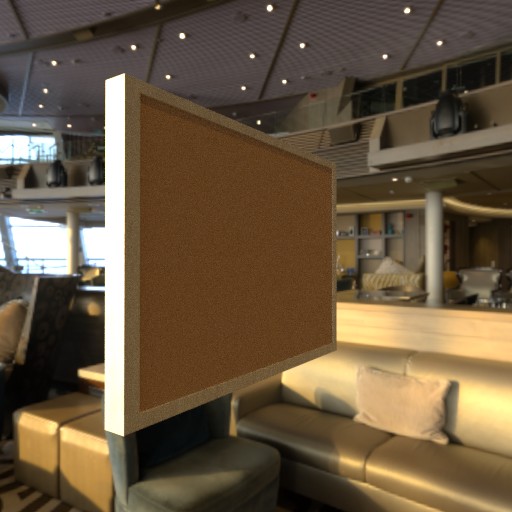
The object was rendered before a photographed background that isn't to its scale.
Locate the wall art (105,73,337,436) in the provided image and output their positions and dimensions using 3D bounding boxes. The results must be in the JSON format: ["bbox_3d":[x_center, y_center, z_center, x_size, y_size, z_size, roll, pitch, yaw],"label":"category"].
[{"bbox_3d":[0.000,0.000,0.692,0.032,0.380,0.532,0,-1,35],"label":"wall art"}]
